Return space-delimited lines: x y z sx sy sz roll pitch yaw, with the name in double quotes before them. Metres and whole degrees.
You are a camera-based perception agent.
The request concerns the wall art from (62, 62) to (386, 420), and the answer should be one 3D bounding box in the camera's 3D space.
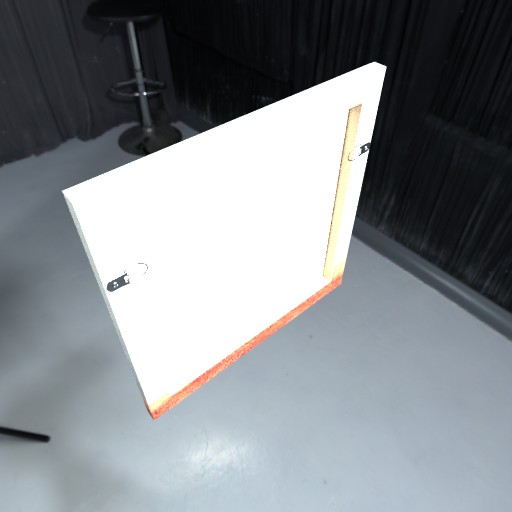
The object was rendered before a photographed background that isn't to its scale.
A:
"wall art" 0.000 0.000 1.122 0.760 0.760 0.042 -31 53 -27
